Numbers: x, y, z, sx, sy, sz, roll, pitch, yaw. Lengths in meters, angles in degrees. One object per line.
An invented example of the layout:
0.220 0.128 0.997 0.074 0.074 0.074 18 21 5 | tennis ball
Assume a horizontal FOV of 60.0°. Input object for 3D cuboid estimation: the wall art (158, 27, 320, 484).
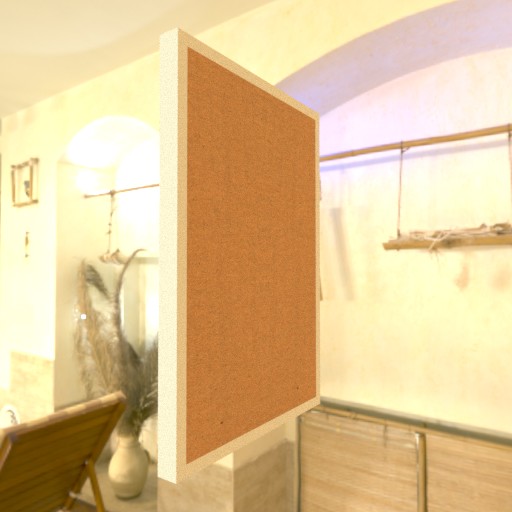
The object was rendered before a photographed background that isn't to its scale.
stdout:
0.000 0.000 0.542 0.025 0.428 0.293 -1 -1 35 | wall art
